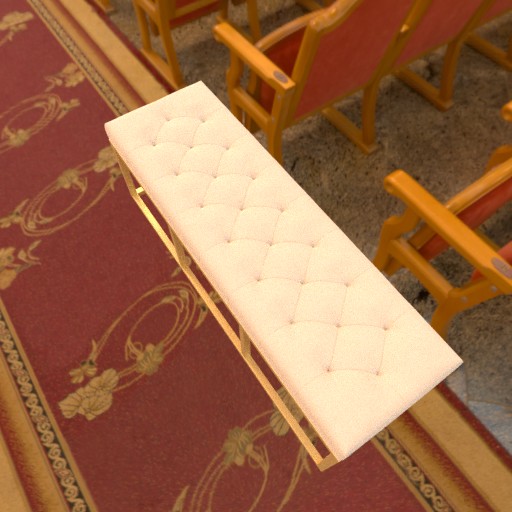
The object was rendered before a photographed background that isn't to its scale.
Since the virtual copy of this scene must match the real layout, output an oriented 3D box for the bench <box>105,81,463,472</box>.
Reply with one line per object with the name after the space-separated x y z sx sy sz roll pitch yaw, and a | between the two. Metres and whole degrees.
0.000 0.000 1.706 0.457 0.484 1.473 -31 65 -16 | bench
